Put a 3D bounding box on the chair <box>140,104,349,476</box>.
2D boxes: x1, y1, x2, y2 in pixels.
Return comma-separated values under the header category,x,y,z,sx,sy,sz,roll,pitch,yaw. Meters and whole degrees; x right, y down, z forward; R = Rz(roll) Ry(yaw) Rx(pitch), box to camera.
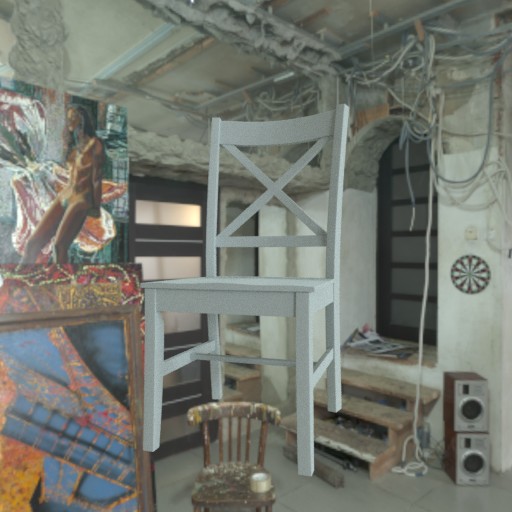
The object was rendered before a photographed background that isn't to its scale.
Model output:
category,x,y,z,sx,sy,sz,roll,pitch,yaw
chair,0.000,0.000,1.301,0.485,0.983,0.542,0,0,18
